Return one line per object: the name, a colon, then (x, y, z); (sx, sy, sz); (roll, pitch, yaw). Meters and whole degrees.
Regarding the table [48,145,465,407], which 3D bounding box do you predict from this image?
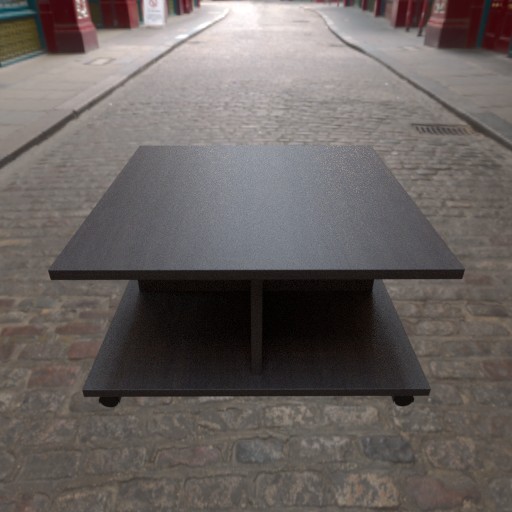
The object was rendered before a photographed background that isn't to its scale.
table: (0.000, 0.000, 1.236); (0.762, 0.396, 0.762); (0, 31, 0)
